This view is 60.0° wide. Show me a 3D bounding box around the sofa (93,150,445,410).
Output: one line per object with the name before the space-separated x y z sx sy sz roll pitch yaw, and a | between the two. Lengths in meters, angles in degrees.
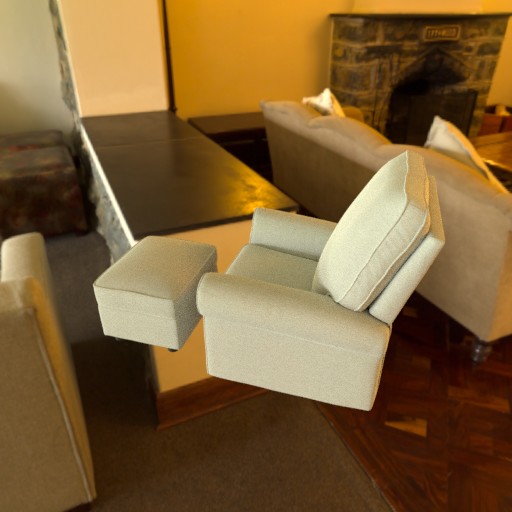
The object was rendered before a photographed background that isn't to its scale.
sofa | 0.000 0.000 2.068 1.478 0.959 0.880 8 30 14
